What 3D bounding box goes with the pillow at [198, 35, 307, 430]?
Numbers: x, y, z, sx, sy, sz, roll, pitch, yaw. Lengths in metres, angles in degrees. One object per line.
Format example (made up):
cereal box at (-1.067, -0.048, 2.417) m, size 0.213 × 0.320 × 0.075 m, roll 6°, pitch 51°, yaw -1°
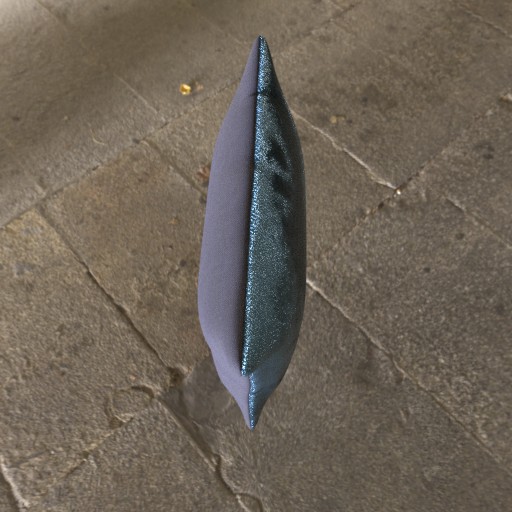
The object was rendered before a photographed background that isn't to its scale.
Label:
pillow at (0.000, 0.000, 0.650) m, size 0.138 × 0.430 × 0.436 m, roll 2°, pitch 63°, yaw 1°
